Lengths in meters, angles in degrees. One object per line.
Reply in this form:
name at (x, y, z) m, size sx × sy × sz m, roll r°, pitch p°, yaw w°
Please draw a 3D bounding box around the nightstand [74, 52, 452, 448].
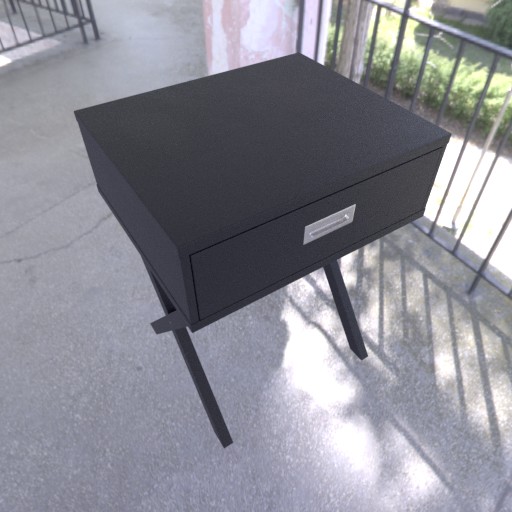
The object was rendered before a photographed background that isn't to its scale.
nightstand at (0.000, 0.000, 0.946) m, size 0.479 × 0.623 × 0.402 m, roll -25°, pitch 50°, yaw -23°
